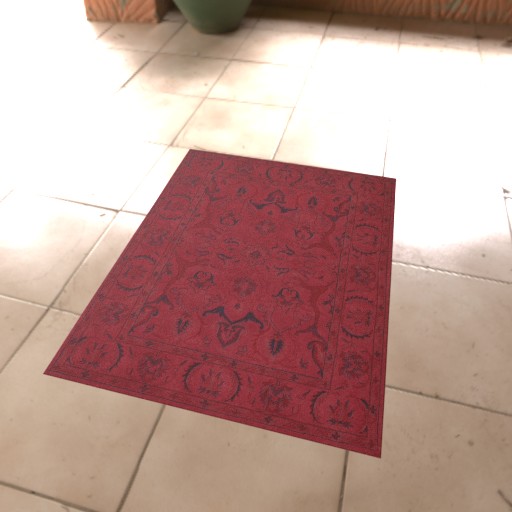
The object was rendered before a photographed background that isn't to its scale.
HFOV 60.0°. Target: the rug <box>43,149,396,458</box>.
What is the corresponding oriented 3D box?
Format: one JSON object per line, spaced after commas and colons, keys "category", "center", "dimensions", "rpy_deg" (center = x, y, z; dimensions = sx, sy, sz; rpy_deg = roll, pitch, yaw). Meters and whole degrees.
{"category": "rug", "center": [0.000, 0.000, 3.857], "dimensions": [2.300, 0.012, 2.929], "rpy_deg": [10, 47, 10]}
